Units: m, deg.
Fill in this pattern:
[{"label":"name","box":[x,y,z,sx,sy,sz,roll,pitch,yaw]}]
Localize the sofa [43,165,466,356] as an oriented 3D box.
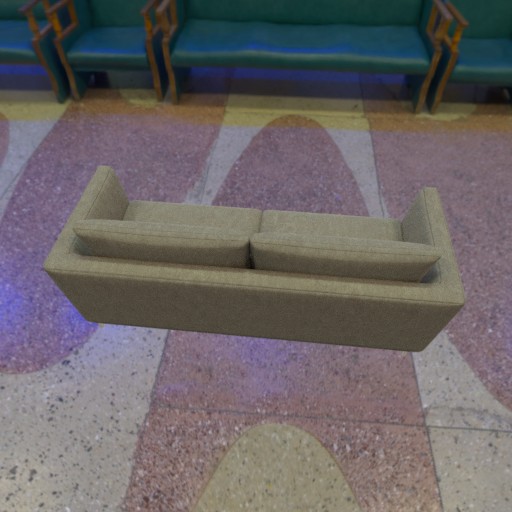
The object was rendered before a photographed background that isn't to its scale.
[{"label":"sofa","box":[0.000,0.000,2.643,2.121,0.864,0.889,5,48,4]}]
